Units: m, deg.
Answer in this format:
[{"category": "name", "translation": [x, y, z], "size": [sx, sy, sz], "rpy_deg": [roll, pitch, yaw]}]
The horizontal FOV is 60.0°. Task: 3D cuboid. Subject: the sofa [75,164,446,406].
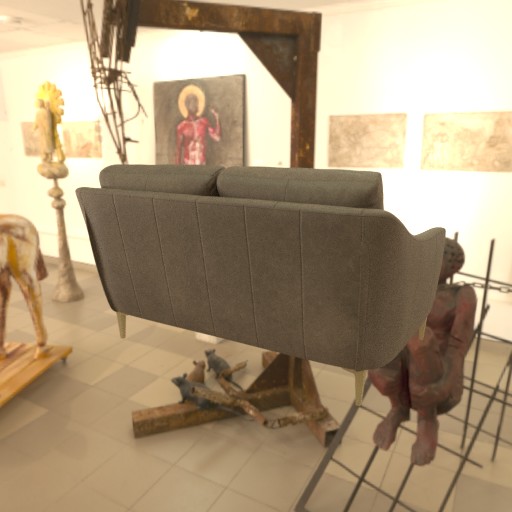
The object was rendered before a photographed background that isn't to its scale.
[{"category": "sofa", "translation": [0.000, 0.000, 2.173], "size": [1.619, 0.902, 0.960], "rpy_deg": [8, 17, 27]}]
